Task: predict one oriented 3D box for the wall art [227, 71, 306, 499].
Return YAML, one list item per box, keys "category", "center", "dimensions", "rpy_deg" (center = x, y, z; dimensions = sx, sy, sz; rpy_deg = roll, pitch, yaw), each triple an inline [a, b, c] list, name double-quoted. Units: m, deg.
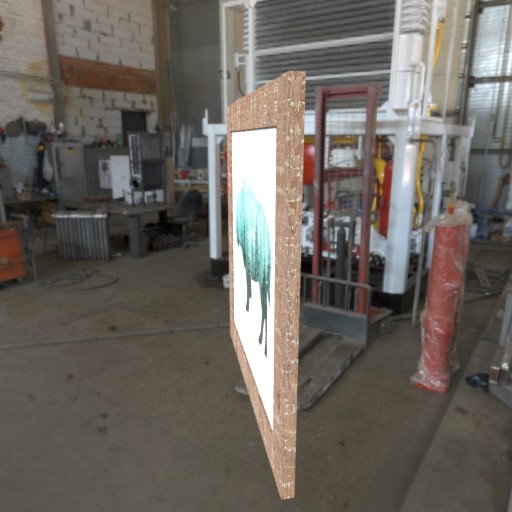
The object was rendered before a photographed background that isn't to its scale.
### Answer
- category: "wall art"
  center: [0.000, 0.000, 0.556]
  dimensions: [0.022, 0.380, 0.380]
  rpy_deg: [-3, 15, -10]
